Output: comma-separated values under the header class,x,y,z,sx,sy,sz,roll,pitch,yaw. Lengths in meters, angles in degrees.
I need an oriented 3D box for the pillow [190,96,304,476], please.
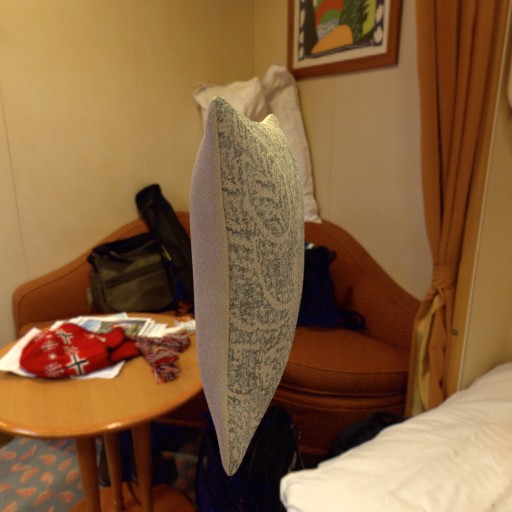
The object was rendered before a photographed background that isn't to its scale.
class,x,y,z,sx,sy,sz,roll,pitch,yaw
pillow,0.000,0.000,0.802,0.166,0.510,0.523,2,16,9
